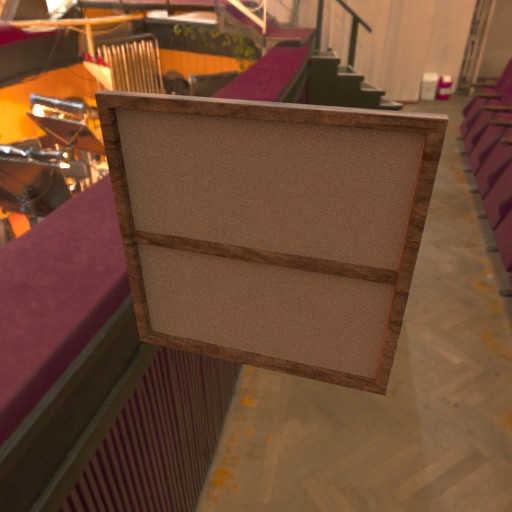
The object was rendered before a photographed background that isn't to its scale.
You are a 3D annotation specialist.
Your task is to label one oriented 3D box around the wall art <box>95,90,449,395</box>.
[{"bbox_3d":[0.000,0.000,1.112,0.747,0.747,0.035,9,33,14],"label":"wall art"}]
